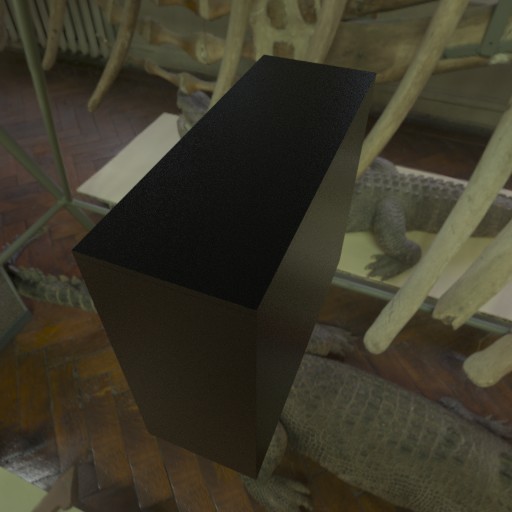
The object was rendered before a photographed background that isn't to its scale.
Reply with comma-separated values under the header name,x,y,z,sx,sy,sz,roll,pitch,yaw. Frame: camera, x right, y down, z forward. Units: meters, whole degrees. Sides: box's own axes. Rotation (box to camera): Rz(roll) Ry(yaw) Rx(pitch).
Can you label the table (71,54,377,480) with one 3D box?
name,x,y,z,sx,sy,sz,roll,pitch,yaw
table,0.000,0.000,1.323,0.380,0.790,0.930,16,48,15
